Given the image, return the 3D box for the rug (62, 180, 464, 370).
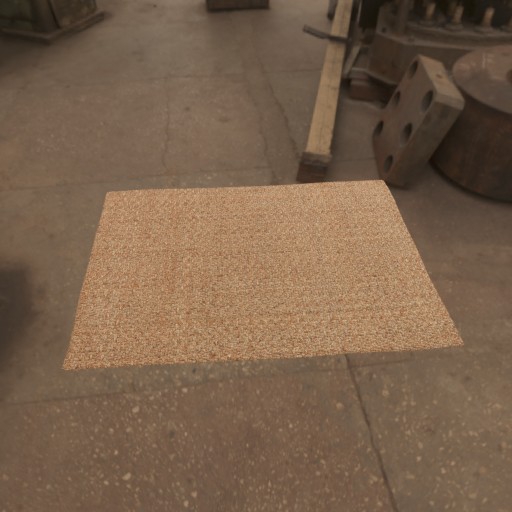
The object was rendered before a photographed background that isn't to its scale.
[{"bbox_3d":[0.000,0.000,2.868,2.141,0.013,1.566,-3,45,-3],"label":"rug"}]
